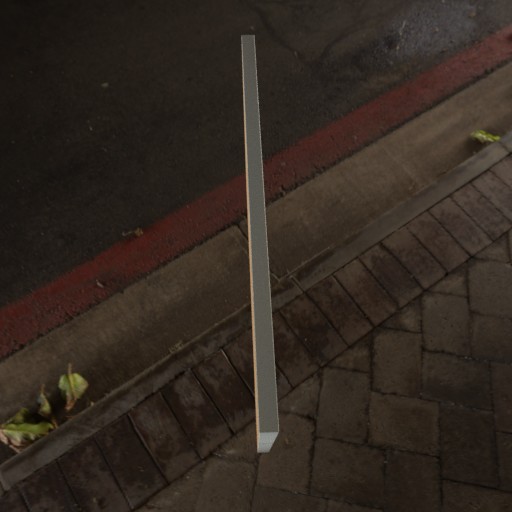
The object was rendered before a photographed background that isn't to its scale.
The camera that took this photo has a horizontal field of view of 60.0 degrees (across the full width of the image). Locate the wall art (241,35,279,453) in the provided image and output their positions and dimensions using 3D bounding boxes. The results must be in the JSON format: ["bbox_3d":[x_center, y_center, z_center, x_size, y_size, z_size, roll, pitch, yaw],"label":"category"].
[{"bbox_3d":[0.000,0.000,0.780,0.021,0.410,0.615,-2,64,-1],"label":"wall art"}]
